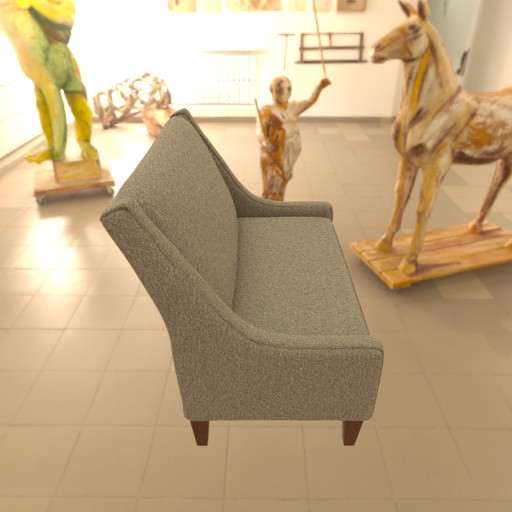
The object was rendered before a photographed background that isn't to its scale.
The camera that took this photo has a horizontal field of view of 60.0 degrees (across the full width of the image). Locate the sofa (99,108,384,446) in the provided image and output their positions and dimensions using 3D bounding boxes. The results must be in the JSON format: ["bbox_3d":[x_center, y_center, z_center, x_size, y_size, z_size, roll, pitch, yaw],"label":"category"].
[{"bbox_3d":[0.000,0.000,1.965,0.862,1.026,1.242,0,31,0],"label":"sofa"}]
